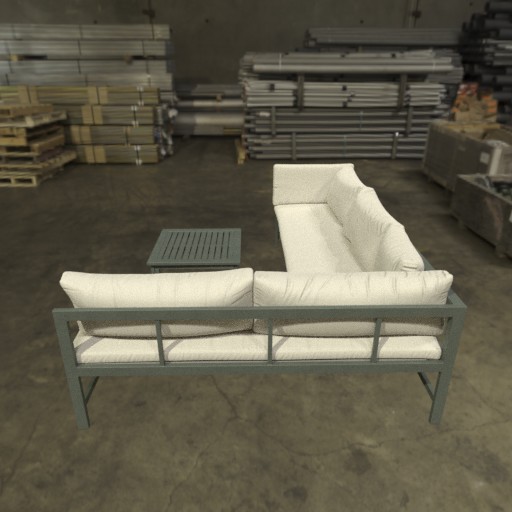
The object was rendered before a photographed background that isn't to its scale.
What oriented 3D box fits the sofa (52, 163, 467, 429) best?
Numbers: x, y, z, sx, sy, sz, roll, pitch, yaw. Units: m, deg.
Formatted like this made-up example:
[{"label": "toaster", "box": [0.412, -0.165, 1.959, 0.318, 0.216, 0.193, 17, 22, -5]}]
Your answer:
[{"label": "sofa", "box": [0.000, 0.000, 2.820, 1.658, 0.758, 2.096, 0, 25, -1]}]
